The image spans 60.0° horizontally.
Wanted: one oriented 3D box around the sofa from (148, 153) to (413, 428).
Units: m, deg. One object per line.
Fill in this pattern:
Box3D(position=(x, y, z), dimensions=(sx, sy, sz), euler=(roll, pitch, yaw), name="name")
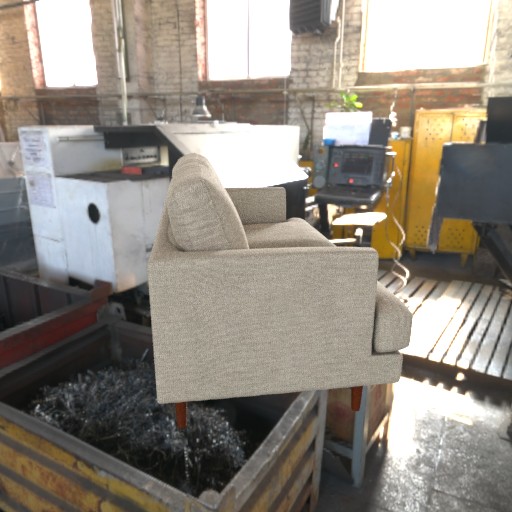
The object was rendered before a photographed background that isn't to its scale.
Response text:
Box3D(position=(0.000, 0.000, 2.204), dimensions=(0.903, 0.944, 1.582), euler=(-2, 17, -8), name="sofa")
